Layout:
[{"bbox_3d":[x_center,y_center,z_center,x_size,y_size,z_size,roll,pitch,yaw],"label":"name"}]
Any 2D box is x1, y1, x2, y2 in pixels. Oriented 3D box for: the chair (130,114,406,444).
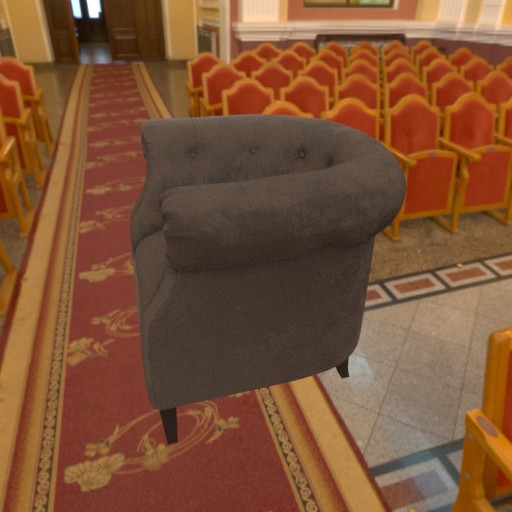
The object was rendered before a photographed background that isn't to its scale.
[{"bbox_3d":[0.000,0.000,1.557,0.851,0.826,0.904,-8,31,-14],"label":"chair"}]
